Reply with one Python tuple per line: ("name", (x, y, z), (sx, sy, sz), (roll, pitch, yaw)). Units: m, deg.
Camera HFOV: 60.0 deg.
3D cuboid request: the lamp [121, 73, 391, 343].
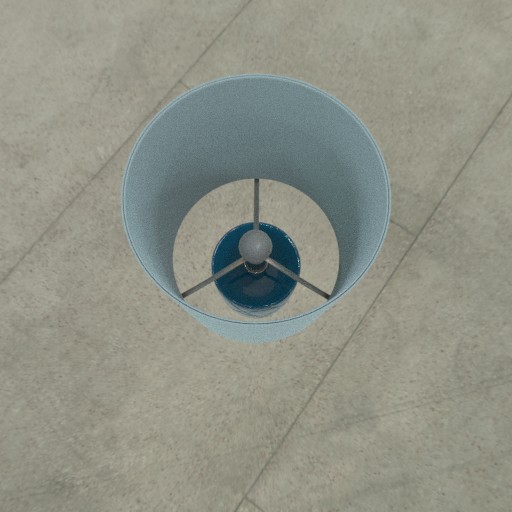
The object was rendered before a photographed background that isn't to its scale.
("lamp", (0.000, 0.000, 0.499), (0.193, 0.377, 0.193), (1, 76, 0))
